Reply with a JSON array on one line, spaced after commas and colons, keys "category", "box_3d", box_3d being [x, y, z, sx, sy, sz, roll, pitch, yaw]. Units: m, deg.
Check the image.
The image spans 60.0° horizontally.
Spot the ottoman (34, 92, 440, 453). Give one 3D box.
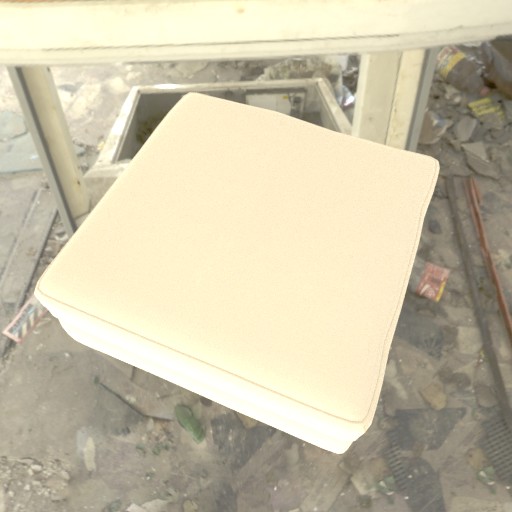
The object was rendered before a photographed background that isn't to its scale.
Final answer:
[{"category": "ottoman", "box_3d": [0.000, 0.000, 1.321, 0.838, 0.479, 0.838, 19, 59, 12]}]
